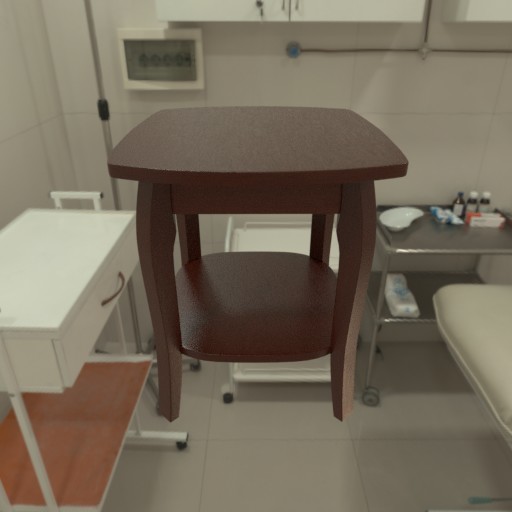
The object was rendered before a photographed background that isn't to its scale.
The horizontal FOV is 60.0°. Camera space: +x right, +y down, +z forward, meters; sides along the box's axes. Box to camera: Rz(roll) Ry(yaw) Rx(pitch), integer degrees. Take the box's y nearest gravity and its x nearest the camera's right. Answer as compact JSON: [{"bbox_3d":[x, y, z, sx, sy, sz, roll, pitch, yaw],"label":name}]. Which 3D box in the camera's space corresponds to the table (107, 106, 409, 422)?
[{"bbox_3d":[0.000,0.000,0.885,0.433,0.496,0.502,0,28,0],"label":"table"}]
